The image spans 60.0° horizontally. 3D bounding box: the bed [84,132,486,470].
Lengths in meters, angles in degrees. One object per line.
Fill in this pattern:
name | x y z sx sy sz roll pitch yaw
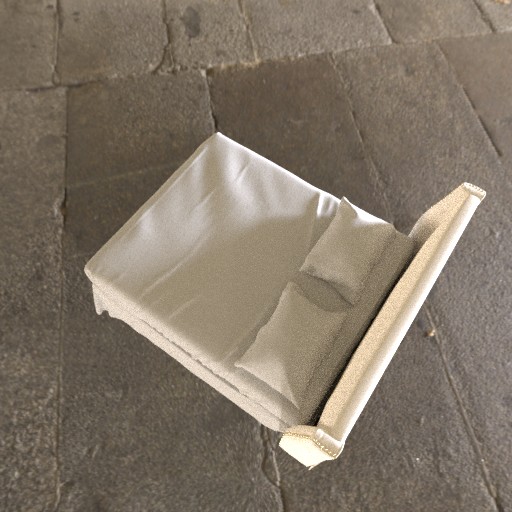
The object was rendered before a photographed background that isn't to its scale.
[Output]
bed | 0.000 0.000 3.322 2.276 1.332 1.925 32 67 15
